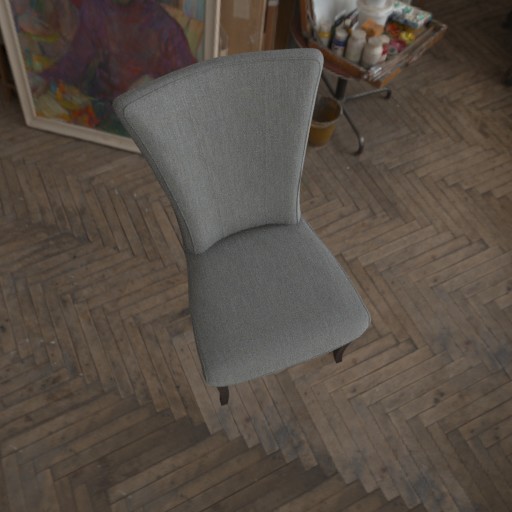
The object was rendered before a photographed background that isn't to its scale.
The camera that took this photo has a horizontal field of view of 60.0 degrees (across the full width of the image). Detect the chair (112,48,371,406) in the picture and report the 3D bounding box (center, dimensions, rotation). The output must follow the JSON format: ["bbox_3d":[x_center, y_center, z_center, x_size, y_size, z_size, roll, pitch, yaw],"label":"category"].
[{"bbox_3d":[0.000,0.000,1.366,0.520,0.991,0.660,-18,65,-9],"label":"chair"}]
